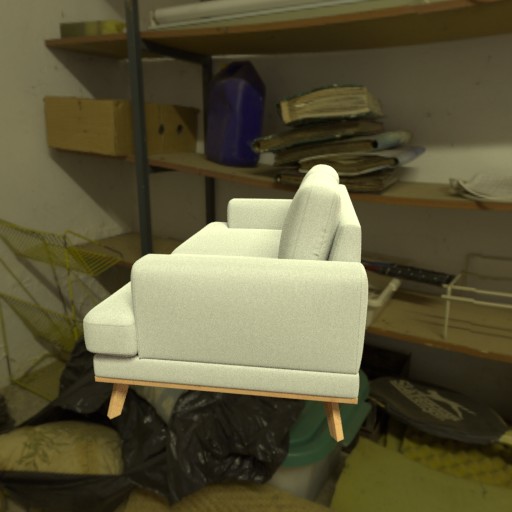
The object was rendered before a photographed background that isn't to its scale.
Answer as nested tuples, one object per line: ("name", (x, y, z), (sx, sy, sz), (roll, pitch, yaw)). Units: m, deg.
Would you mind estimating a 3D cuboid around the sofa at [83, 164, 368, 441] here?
("sofa", (0.000, 0.000, 2.137), (0.915, 0.810, 1.651), (2, 15, 9))
